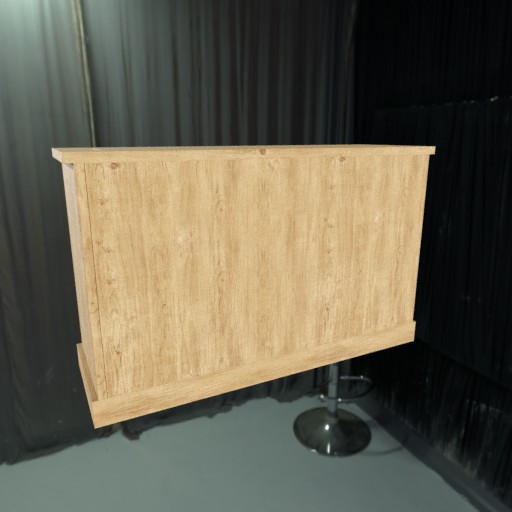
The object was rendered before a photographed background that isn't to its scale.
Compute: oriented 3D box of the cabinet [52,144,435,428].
[{"bbox_3d":[0.000,0.000,1.699,1.321,0.810,0.432,-8,17,-26],"label":"cabinet"}]
